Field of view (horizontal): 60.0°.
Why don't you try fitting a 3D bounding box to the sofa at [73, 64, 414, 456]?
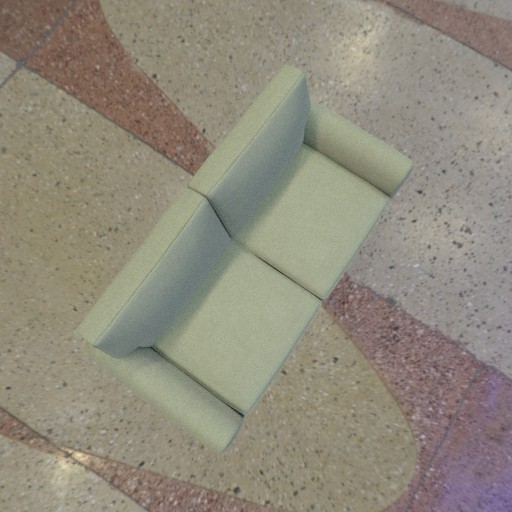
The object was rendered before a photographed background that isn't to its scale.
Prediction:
[{"bbox_3d":[0.000,0.000,2.327,0.861,0.933,1.774,34,78,8],"label":"sofa"}]
